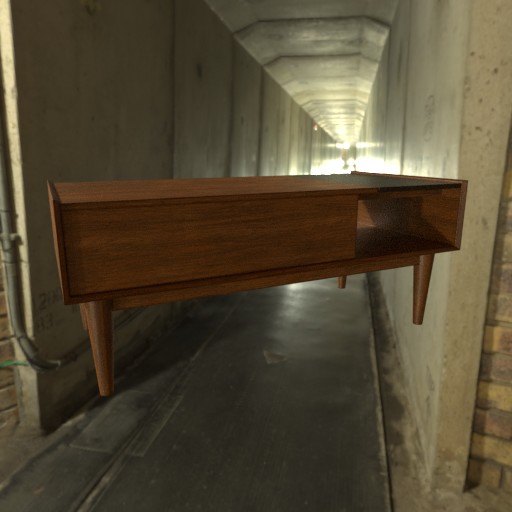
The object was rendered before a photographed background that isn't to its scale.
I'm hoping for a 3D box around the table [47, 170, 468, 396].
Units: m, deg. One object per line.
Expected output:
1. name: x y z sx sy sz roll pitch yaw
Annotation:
1. table: 0.000 0.000 1.498 1.221 0.508 0.610 -7 16 -25
